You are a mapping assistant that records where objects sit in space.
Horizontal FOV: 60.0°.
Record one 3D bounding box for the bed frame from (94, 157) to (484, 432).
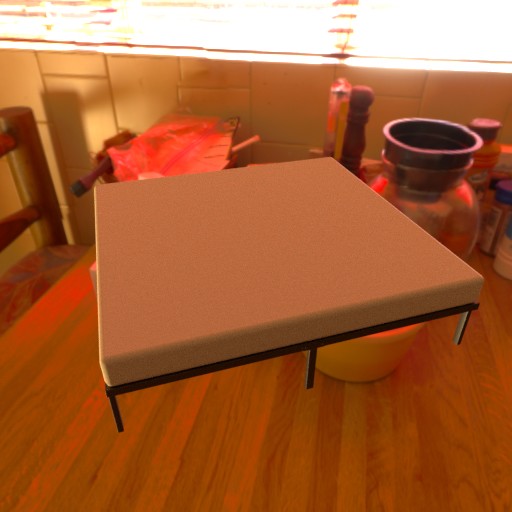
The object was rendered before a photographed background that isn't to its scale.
[{"bbox_3d":[0.000,0.000,3.954,2.635,0.680,2.526,-10,35,-15],"label":"bed frame"}]
